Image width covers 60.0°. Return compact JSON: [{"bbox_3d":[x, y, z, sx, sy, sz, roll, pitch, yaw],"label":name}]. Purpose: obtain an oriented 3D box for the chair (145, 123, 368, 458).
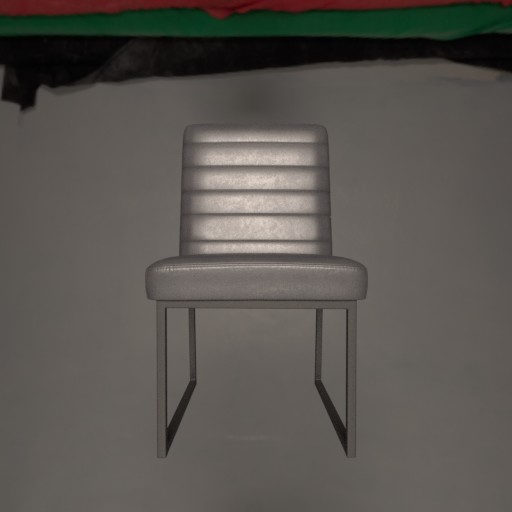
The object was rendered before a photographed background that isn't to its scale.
[{"bbox_3d":[0.000,0.000,1.322,0.520,0.930,0.634,0,1,0],"label":"chair"}]
